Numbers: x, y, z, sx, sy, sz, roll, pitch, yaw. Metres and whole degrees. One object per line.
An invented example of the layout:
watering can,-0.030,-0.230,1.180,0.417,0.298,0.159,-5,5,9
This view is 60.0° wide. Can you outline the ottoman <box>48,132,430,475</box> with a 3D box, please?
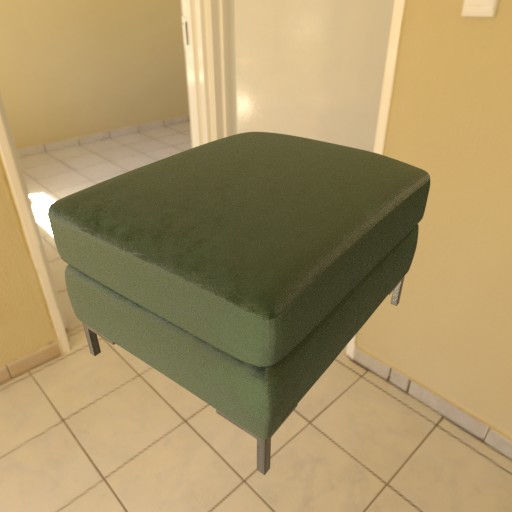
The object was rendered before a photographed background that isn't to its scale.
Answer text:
ottoman,0.000,0.000,1.306,0.701,0.538,0.839,21,37,31
